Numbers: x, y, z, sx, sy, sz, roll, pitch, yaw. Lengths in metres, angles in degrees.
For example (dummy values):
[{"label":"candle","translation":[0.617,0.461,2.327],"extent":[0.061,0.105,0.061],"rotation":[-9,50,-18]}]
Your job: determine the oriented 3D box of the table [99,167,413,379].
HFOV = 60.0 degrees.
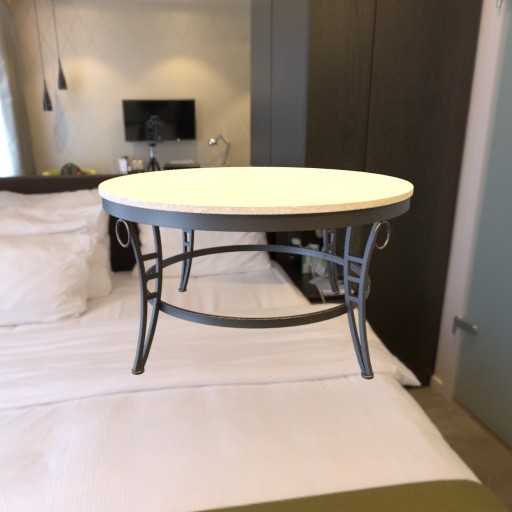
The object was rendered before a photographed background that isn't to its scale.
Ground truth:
[{"label":"table","translation":[0.000,0.000,1.388],"extent":[0.889,0.470,0.889],"rotation":[0,16,0]}]
